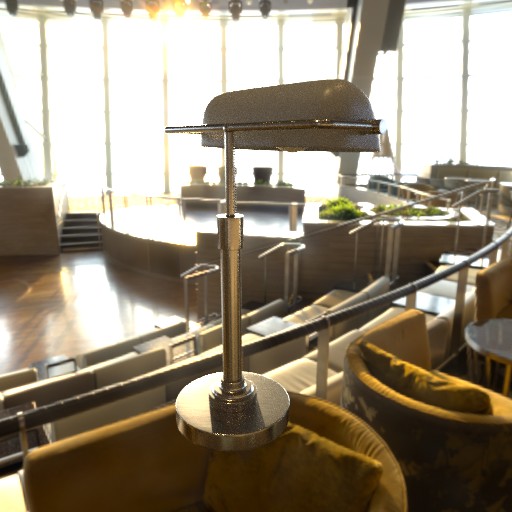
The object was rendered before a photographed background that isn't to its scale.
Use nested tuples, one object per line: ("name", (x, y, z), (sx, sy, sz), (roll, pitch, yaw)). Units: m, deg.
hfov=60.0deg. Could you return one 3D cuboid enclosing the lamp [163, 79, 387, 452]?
("lamp", (0.000, 0.000, 0.547), (0.269, 0.404, 0.227), (14, 19, 43))
